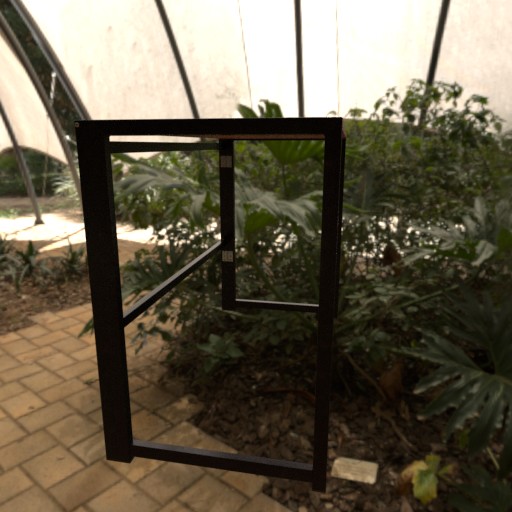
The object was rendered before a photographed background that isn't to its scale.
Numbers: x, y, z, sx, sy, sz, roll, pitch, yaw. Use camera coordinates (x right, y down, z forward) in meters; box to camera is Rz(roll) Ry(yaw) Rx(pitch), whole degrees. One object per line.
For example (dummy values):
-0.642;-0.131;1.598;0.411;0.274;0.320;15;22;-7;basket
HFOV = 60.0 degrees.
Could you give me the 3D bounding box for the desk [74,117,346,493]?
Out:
0.000;0.000;1.375;0.508;0.762;1.016;3;14;11;desk
